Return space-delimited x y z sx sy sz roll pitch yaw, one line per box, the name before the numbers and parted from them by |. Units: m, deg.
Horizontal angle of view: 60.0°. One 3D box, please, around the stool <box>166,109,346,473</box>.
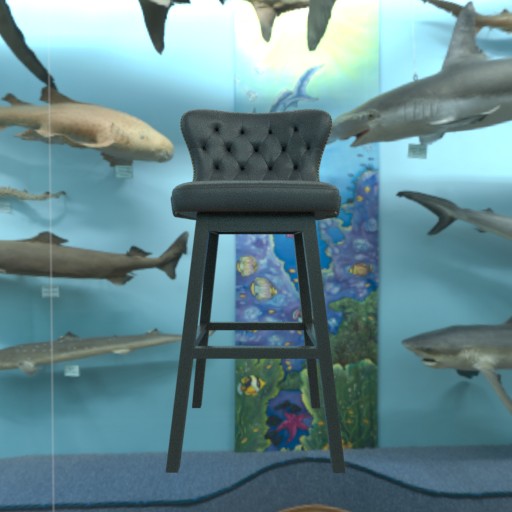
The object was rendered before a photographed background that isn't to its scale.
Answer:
stool | 0.000 0.000 1.374 0.528 1.050 0.601 0 1 0
